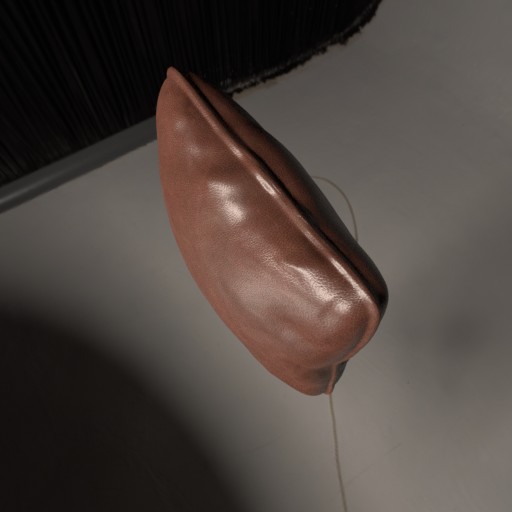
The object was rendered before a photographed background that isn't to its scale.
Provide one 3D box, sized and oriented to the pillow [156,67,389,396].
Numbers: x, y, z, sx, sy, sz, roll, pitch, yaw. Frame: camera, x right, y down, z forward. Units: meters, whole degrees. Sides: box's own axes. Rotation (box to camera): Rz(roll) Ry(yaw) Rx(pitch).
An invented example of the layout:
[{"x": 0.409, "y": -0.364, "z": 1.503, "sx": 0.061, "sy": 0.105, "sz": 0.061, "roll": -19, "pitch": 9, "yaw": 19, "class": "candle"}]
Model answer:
[{"x": 0.000, "y": 0.000, "z": 0.838, "sx": 0.236, "sy": 0.523, "sz": 0.532, "roll": -31, "pitch": 67, "yaw": -15, "class": "pillow"}]
